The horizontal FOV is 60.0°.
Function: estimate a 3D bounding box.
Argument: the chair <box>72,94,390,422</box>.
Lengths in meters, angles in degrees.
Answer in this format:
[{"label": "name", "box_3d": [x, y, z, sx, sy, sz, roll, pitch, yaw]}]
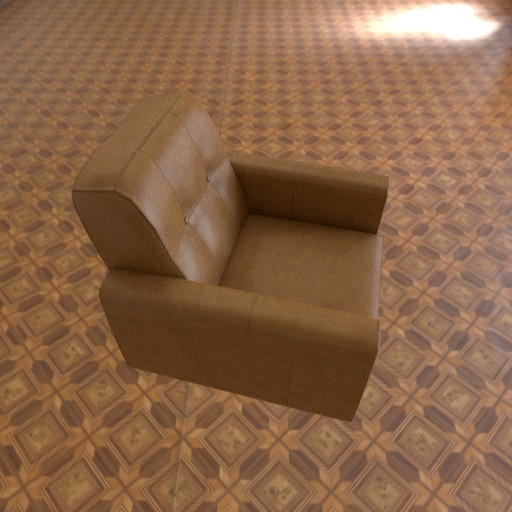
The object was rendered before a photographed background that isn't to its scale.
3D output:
[{"label": "chair", "box_3d": [0.000, 0.000, 1.659, 0.942, 0.968, 0.845, 10, 47, 9]}]
